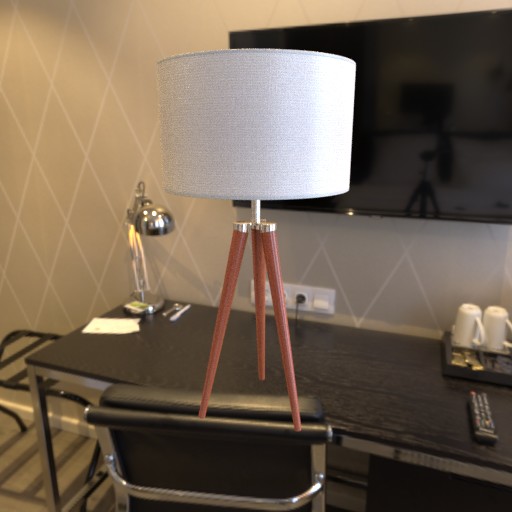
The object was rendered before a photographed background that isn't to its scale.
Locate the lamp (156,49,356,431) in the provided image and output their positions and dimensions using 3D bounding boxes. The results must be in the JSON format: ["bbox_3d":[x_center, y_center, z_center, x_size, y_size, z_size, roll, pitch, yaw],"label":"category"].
[{"bbox_3d":[0.000,0.000,0.896,0.354,0.709,0.355,-3,15,-9],"label":"lamp"}]
